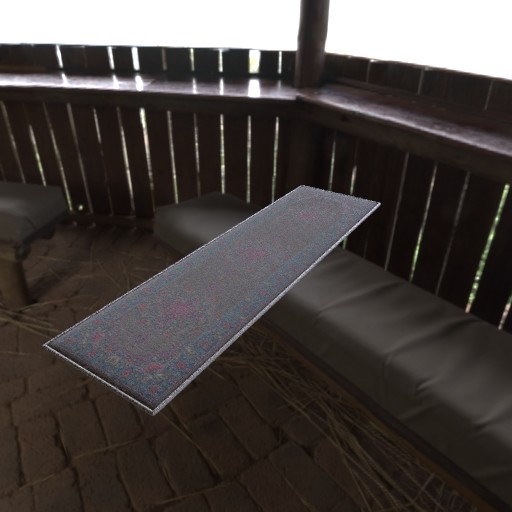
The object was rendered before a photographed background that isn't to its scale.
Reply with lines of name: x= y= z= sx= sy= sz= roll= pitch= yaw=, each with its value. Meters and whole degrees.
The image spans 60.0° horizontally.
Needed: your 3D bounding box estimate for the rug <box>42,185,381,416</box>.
rug: x=0.000 y=0.000 z=2.552 sx=0.659 sy=0.019 sz=2.297 roll=18 pitch=34 yaw=29
